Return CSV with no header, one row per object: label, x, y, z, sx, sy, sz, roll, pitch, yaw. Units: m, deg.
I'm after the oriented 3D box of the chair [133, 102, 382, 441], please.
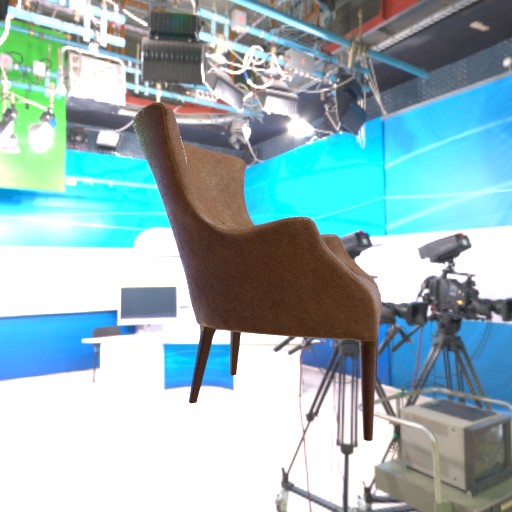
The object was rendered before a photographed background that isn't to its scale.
chair,0.000,0.000,1.763,0.955,1.067,0.846,0,-2,17
